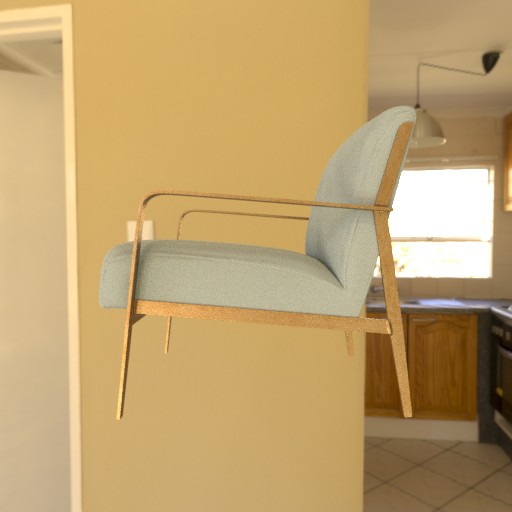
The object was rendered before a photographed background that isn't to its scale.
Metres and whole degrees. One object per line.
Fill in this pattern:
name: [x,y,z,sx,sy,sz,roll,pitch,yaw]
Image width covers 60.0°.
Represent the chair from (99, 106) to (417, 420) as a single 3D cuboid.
chair: [0.000,0.000,1.452,0.842,0.824,0.701,0,2,-1]
